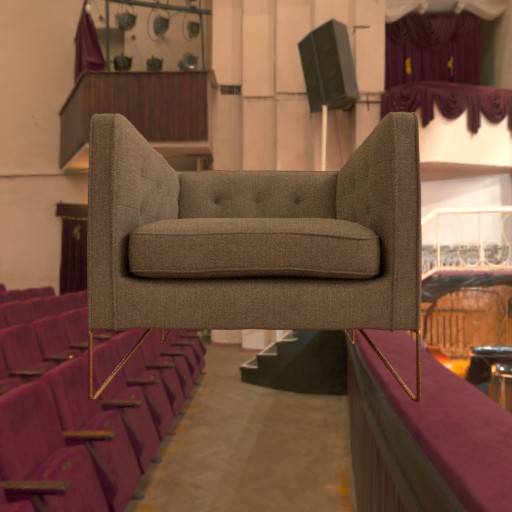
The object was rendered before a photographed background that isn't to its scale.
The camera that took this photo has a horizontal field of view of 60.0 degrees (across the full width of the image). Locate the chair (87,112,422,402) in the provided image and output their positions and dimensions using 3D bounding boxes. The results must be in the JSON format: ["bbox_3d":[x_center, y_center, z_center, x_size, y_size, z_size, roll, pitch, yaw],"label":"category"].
[{"bbox_3d":[0.000,0.000,1.623,0.920,0.799,0.912,0,-1,1],"label":"chair"}]
